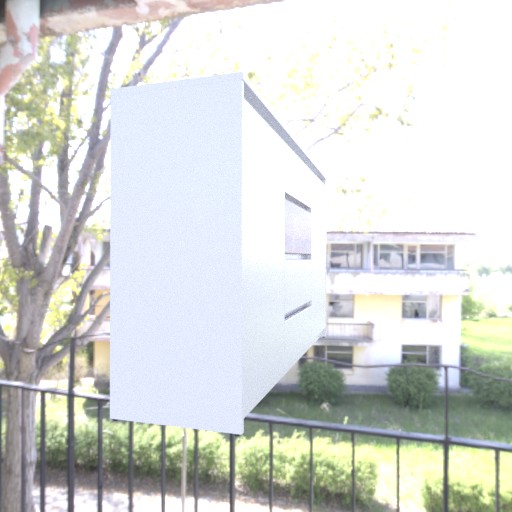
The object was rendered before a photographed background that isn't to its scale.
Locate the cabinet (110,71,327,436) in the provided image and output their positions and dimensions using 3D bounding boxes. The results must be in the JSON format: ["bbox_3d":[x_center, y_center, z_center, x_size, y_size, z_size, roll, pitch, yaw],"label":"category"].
[{"bbox_3d":[0.000,0.000,1.838,0.380,0.900,1.450,0,0,17],"label":"cabinet"}]
